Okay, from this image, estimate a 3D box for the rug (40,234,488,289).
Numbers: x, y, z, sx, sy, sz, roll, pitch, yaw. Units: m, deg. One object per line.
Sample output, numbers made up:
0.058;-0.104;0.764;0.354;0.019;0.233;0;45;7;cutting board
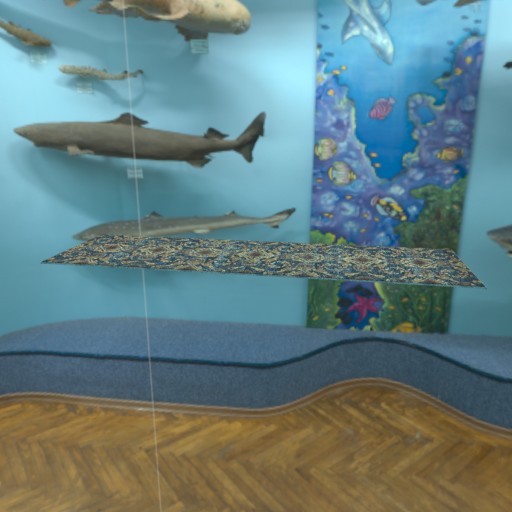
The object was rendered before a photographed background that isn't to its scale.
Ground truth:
0.000;0.000;2.558;2.292;0.014;0.685;3;16;10;rug
